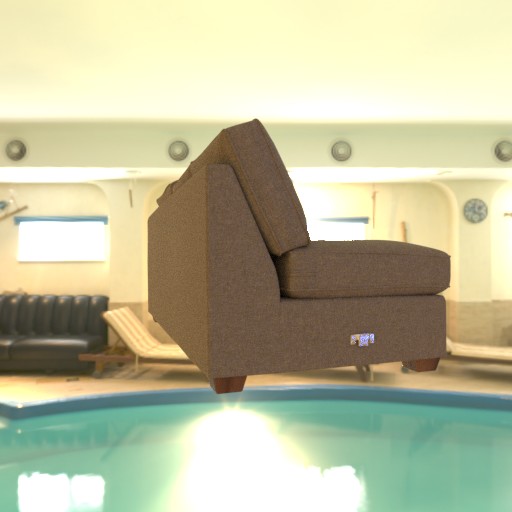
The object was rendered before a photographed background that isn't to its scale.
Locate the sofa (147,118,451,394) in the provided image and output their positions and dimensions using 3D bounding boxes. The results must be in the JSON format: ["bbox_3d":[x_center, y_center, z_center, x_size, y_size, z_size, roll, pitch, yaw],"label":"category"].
[{"bbox_3d":[0.000,0.000,2.528,1.034,0.946,1.963,0,0,-19],"label":"sofa"}]
